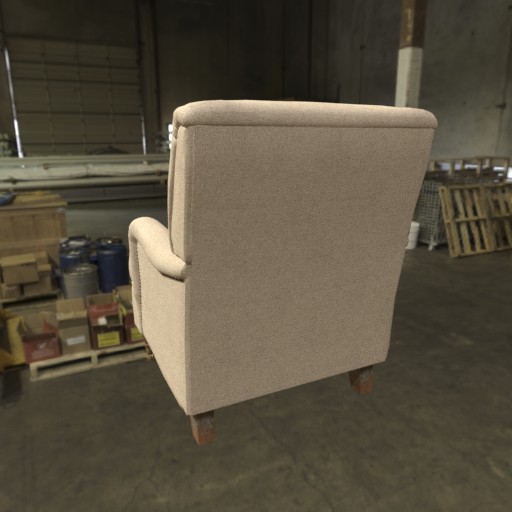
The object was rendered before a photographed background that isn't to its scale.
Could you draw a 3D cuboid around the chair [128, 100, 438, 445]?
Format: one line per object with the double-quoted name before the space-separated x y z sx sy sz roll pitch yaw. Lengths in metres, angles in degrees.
"chair" 0.000 0.000 1.775 0.879 1.119 0.953 -7 17 -26
